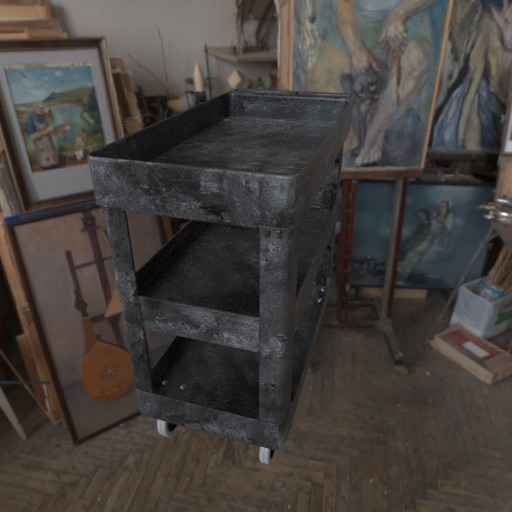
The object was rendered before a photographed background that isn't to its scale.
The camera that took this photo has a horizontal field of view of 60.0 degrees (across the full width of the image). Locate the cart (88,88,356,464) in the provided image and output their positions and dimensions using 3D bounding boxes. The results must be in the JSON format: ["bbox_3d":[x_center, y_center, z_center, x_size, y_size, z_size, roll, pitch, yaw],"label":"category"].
[{"bbox_3d":[0.000,0.000,1.340,0.420,0.824,0.877,9,30,15],"label":"cart"}]
